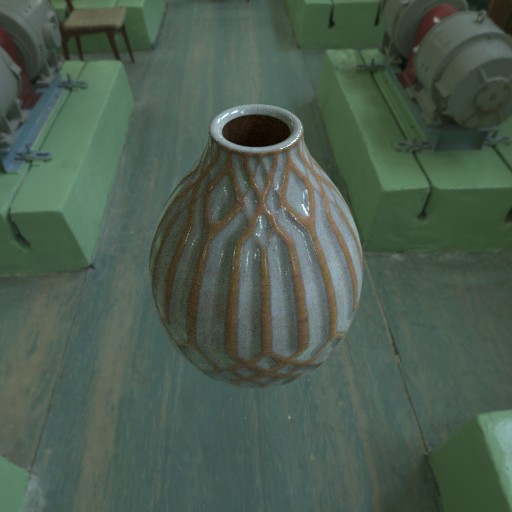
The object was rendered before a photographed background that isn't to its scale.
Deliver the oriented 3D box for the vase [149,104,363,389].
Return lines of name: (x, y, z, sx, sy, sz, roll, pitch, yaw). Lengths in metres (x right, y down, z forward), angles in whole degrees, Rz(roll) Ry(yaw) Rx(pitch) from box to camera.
vase: (0.000, 0.000, 0.269, 0.131, 0.175, 0.131, 0, 46, 0)
